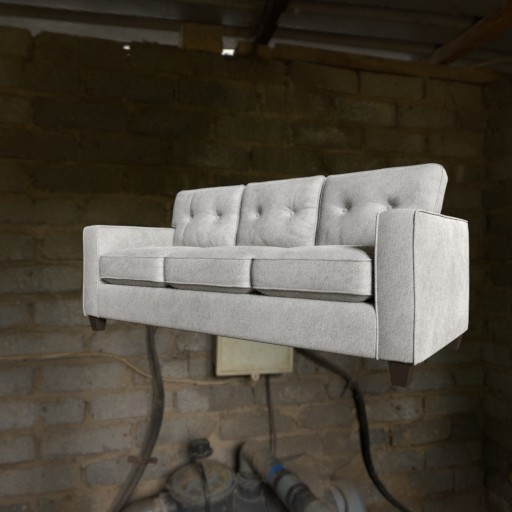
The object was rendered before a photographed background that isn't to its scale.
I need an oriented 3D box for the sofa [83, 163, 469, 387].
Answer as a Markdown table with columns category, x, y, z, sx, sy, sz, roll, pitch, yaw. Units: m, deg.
| category | x | y | z | sx | sy | sz | roll | pitch | yaw |
| --- | --- | --- | --- | --- | --- | --- | --- | --- | --- |
| sofa | 0.000 | 0.000 | 2.584 | 2.133 | 0.965 | 0.939 | 1 | 1 | 36 |
